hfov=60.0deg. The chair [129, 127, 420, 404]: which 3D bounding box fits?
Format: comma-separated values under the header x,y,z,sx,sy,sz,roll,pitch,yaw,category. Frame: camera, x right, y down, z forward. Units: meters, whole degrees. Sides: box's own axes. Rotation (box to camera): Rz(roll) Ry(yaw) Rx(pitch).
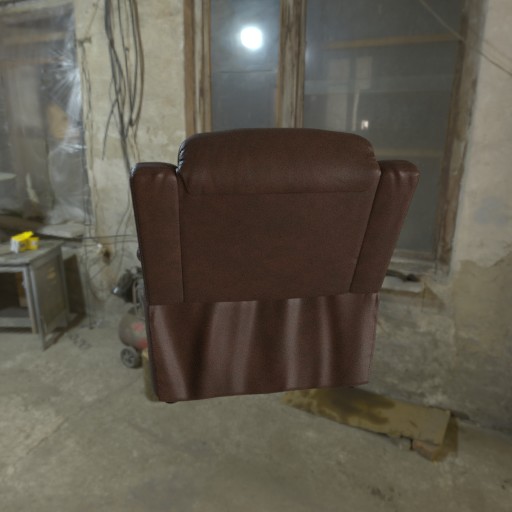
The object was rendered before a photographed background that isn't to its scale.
x,y,z,sx,sy,sz,roll,pitch,yaw,category
0.000,0.000,1.272,0.680,0.702,0.707,-2,16,-8,chair
